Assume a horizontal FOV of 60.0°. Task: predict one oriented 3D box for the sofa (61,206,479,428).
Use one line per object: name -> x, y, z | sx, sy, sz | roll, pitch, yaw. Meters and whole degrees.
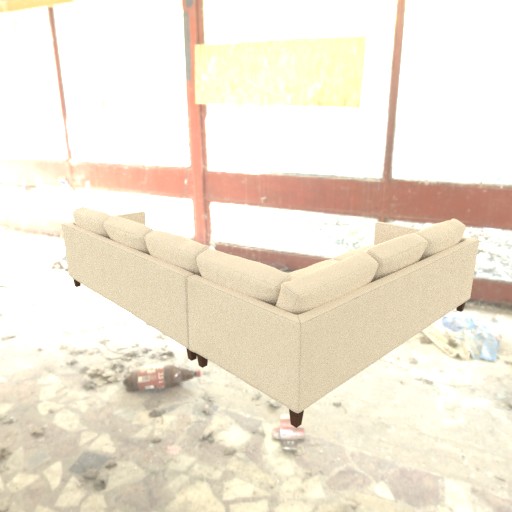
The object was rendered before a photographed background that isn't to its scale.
sofa -> 0.000, 0.000, 4.262 | 2.432, 0.863, 3.182 | -16, 24, -41
